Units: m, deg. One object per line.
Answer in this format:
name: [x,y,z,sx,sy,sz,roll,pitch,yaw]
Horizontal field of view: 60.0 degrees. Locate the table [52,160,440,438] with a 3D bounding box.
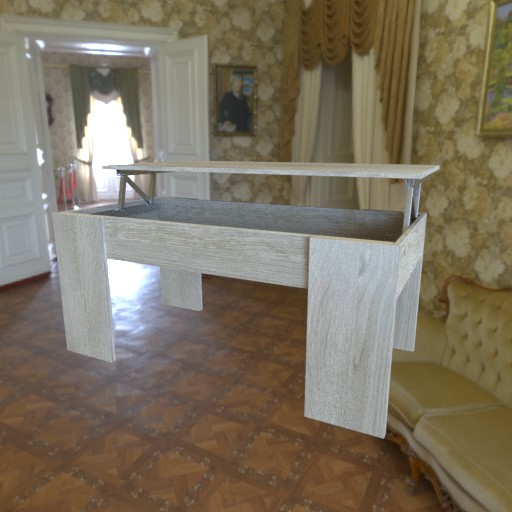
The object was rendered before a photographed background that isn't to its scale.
table: [0.000,0.000,1.438,1.000,0.570,0.711,7,16,26]
